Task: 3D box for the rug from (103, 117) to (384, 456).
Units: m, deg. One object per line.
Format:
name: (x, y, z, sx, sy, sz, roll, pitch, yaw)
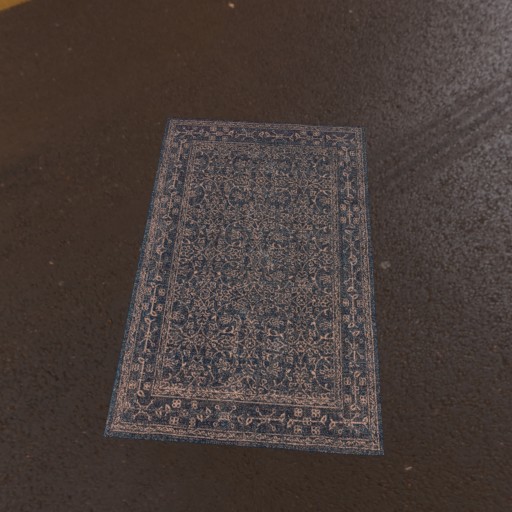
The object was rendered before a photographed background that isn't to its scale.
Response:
rug: (0.000, 0.000, 2.287, 1.200, 0.005, 1.819, 3, 64, 2)
